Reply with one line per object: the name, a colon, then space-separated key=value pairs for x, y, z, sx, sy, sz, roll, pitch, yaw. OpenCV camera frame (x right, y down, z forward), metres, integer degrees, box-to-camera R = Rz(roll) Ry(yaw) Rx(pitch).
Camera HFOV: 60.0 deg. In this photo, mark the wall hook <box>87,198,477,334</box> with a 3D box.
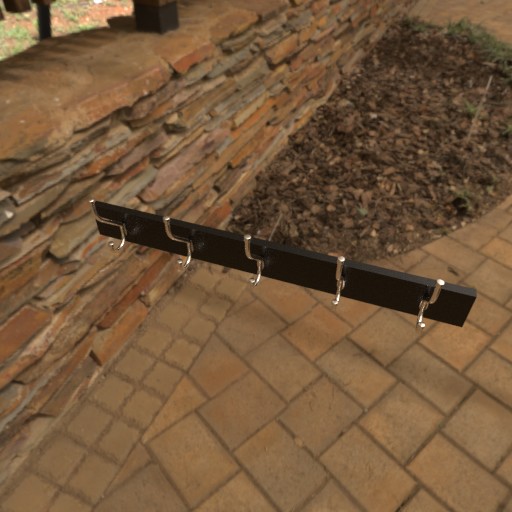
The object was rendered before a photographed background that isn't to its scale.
wall hook: x=0.000 y=0.000 z=0.613 sx=0.571 sy=0.117 sz=0.071 roll=14 pitch=43 yaw=15
